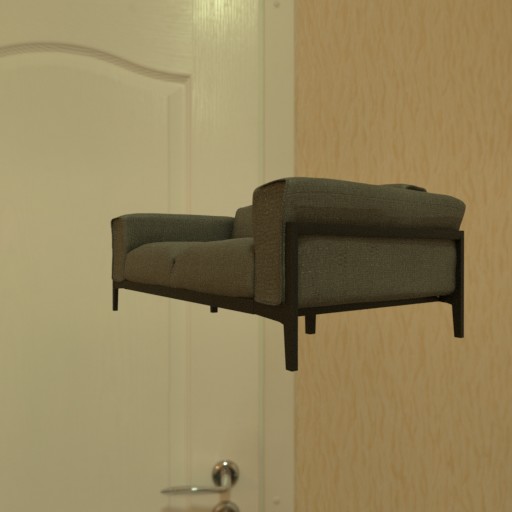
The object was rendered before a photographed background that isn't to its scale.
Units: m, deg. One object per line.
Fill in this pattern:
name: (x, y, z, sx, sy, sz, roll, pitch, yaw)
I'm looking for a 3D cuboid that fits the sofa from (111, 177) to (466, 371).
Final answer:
sofa: (0.000, 0.000, 2.227, 0.960, 0.656, 1.690, 0, 0, -35)
